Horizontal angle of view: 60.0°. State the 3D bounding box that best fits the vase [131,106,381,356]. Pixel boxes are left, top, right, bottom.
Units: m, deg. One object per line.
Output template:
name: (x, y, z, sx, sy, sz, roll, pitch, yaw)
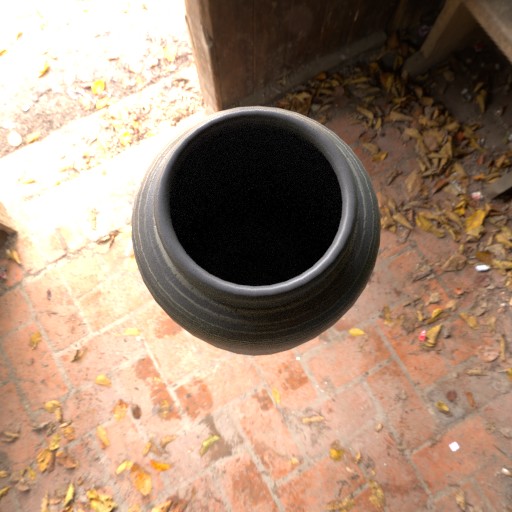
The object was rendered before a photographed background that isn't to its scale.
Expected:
vase: (0.000, 0.000, 0.677, 0.297, 0.499, 0.297, 0, 77, 0)
